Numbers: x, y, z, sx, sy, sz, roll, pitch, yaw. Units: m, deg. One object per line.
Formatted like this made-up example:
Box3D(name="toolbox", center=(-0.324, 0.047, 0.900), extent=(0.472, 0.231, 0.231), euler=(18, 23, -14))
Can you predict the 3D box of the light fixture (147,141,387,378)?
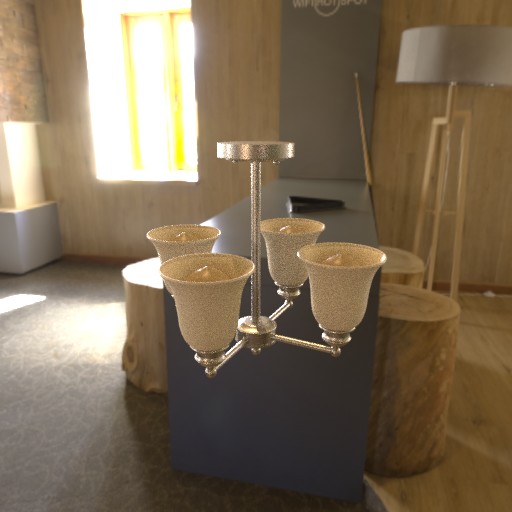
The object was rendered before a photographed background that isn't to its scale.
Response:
Box3D(name="light fixture", center=(0.000, 0.000, 0.747), extent=(0.427, 0.370, 0.427), euler=(8, 19, 26))
